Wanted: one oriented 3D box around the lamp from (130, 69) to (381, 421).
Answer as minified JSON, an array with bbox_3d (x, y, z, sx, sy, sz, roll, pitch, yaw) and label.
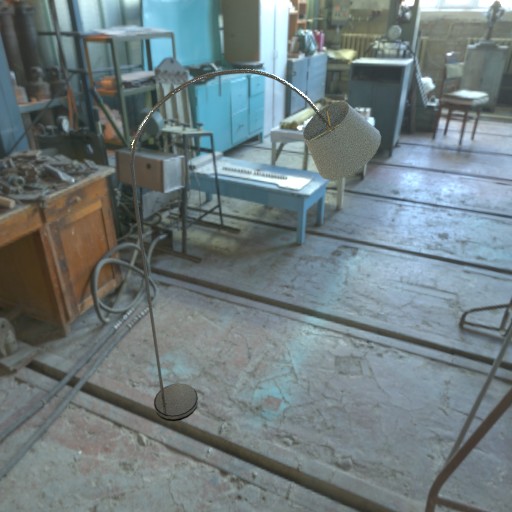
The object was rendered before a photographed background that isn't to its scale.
[{"bbox_3d":[0.000,0.000,2.676,1.445,2.098,0.406,-10,31,-17],"label":"lamp"}]
